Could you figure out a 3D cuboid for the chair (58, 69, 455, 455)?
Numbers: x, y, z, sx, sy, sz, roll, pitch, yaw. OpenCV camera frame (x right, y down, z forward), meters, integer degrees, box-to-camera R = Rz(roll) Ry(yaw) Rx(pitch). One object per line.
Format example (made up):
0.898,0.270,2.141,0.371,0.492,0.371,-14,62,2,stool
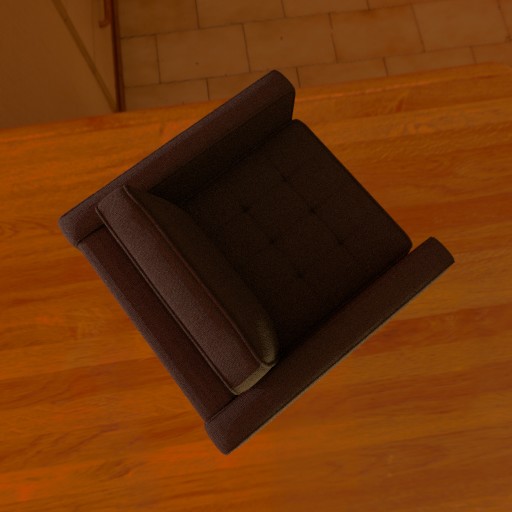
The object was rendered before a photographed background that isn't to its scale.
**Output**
0.000,0.000,1.563,0.919,0.770,0.899,-38,78,-9,chair
